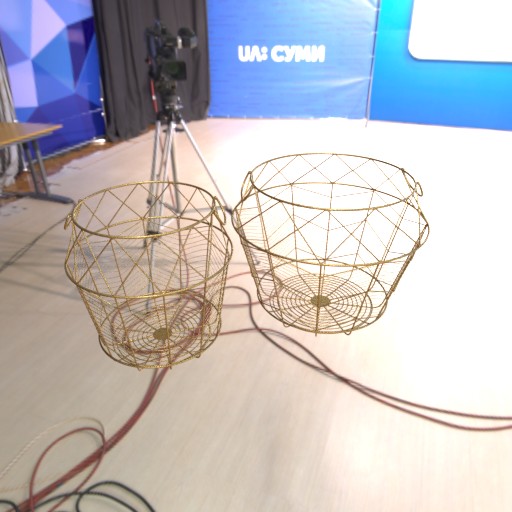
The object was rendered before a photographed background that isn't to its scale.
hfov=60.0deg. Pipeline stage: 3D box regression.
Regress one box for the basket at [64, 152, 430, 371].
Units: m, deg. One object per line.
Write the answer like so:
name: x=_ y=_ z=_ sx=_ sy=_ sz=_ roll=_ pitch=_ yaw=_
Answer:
basket: x=0.000 y=0.000 z=1.021 sx=0.805 sy=0.343 sz=0.451 roll=-10 pitch=31 yaw=-16
